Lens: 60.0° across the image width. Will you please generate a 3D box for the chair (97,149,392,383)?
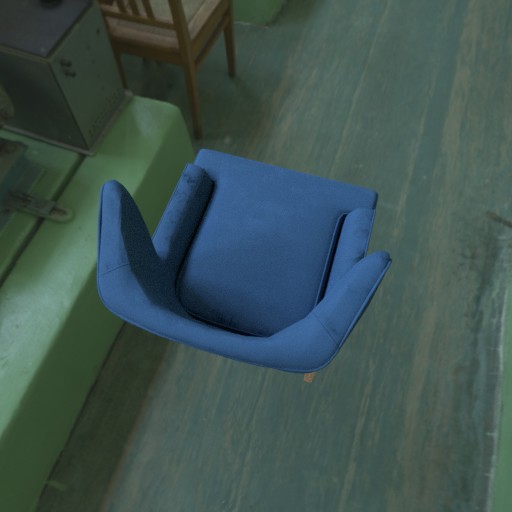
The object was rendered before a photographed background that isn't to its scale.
[{"bbox_3d":[0.000,0.000,1.625,0.793,0.952,0.910,15,65,7],"label":"chair"}]
